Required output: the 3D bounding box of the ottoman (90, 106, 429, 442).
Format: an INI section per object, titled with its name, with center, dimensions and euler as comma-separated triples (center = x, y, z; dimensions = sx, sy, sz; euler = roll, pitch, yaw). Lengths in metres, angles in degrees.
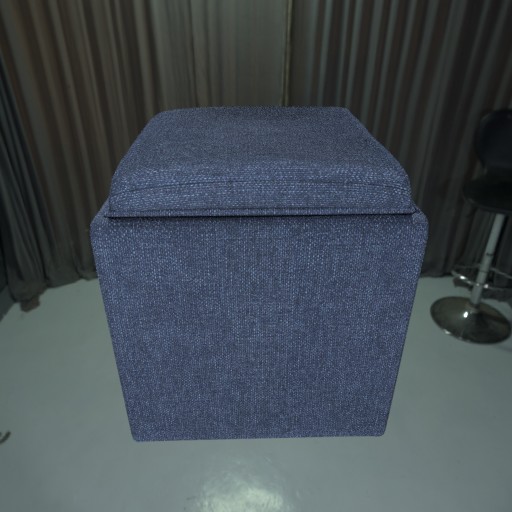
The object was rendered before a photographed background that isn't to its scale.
[ottoman]
center = 0.000, 0.000, 0.834
dimensions = 0.436, 0.493, 0.454
euler = -1, 30, -1
